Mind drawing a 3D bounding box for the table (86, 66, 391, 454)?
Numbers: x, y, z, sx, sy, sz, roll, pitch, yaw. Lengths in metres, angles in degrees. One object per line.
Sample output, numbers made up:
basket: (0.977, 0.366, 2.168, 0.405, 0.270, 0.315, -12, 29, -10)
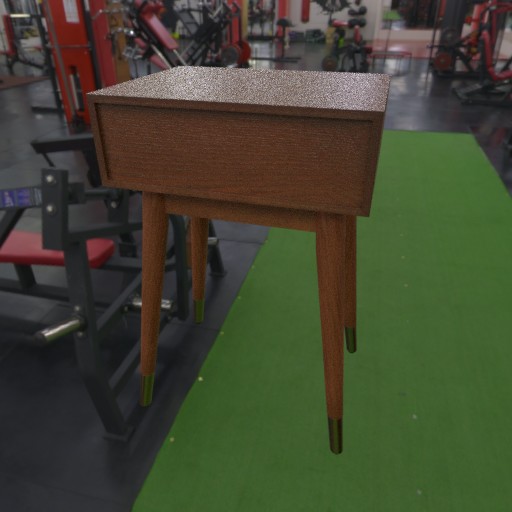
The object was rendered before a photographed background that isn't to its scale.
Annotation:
table: (0.000, 0.000, 0.813, 0.406, 0.599, 0.300, 8, 31, 14)
